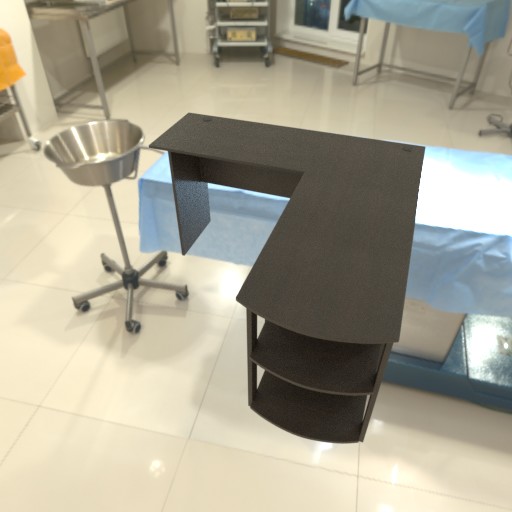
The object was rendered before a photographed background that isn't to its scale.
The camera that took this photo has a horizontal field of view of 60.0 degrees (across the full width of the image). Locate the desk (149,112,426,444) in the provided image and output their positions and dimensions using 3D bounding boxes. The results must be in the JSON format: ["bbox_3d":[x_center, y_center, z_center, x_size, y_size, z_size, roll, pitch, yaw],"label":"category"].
[{"bbox_3d":[0.000,0.000,2.101,1.303,0.716,1.361,13,41,15],"label":"desk"}]
